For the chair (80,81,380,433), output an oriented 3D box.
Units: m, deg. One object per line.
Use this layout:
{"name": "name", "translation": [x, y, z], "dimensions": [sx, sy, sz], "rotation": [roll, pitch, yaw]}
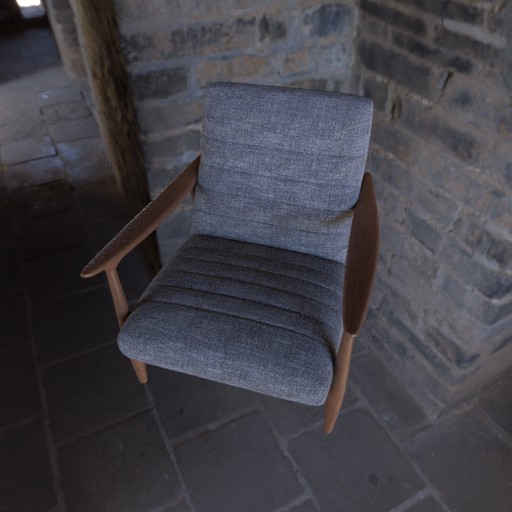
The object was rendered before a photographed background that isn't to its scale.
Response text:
{"name": "chair", "translation": [0.000, 0.000, 1.436], "dimensions": [0.741, 0.832, 0.798], "rotation": [11, 43, 12]}
